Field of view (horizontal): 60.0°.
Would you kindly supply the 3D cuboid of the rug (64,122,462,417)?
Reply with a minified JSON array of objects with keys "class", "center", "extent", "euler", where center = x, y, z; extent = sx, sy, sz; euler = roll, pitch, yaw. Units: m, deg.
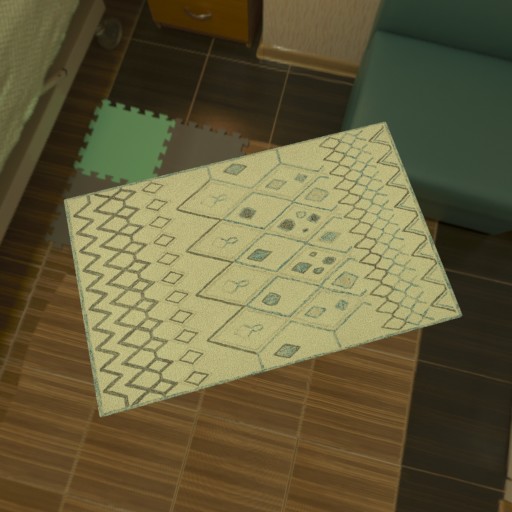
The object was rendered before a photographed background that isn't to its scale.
[{"class":"rug","center":[0.000,0.000,3.063],"extent":[2.439,0.015,1.524],"euler":[-15,75,-4]}]
